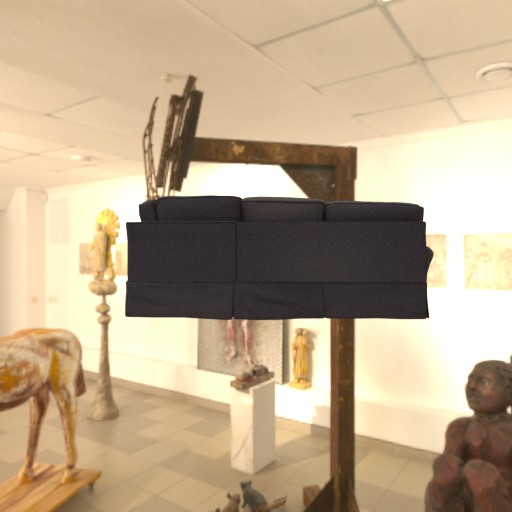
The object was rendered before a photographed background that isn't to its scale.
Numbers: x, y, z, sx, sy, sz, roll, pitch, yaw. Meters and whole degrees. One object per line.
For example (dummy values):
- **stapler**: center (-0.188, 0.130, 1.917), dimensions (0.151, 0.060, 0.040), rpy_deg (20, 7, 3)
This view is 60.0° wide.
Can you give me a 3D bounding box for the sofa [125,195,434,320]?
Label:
- **sofa**: center (0.000, 0.000, 5.000), dimensions (3.773, 1.169, 2.874), rpy_deg (0, 0, 34)
